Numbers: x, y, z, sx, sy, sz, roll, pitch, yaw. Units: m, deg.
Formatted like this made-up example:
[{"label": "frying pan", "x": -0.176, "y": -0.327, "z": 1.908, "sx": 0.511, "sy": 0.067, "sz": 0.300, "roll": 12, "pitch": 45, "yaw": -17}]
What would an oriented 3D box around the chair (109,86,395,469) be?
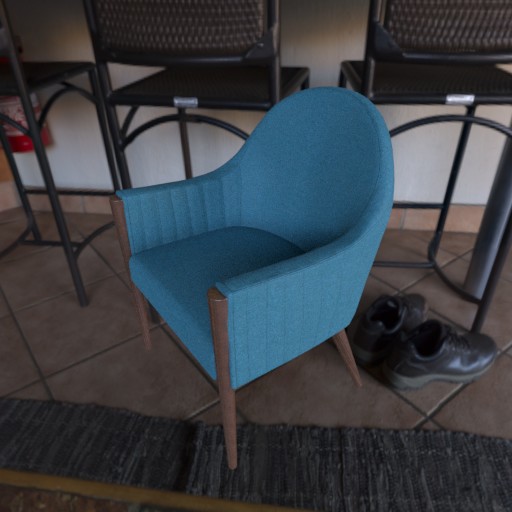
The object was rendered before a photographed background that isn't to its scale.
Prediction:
[{"label": "chair", "x": 0.000, "y": 0.000, "z": 1.357, "sx": 0.652, "sy": 0.907, "sz": 0.656, "roll": -21, "pitch": 38, "yaw": -29}]
